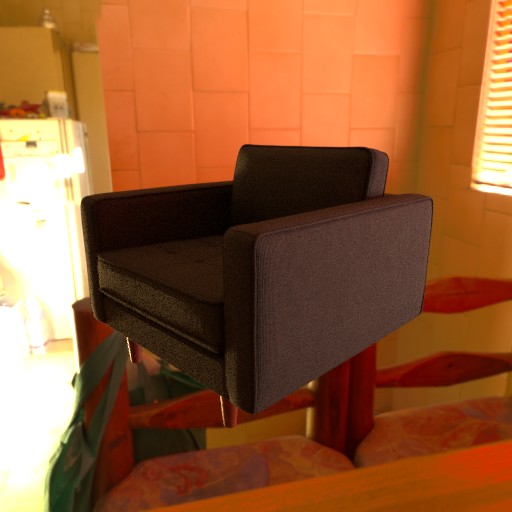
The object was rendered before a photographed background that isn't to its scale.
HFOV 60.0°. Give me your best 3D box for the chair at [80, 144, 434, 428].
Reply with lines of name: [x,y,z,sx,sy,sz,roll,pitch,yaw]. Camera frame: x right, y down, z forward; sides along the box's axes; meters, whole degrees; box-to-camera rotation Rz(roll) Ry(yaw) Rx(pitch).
chair: [0.000,0.000,1.601,0.919,0.770,0.899,-15,21,-43]
